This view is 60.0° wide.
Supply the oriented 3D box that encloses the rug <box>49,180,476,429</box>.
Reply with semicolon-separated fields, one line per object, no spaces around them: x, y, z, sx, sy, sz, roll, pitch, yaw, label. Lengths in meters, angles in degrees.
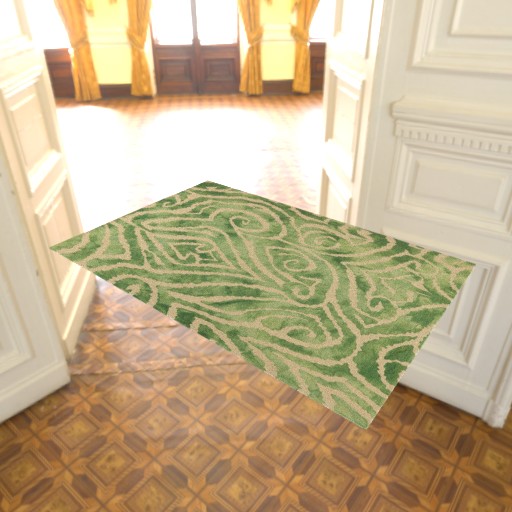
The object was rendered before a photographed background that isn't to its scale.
0.000;0.000;2.274;1.826;0.006;1.220;22;38;32;rug
